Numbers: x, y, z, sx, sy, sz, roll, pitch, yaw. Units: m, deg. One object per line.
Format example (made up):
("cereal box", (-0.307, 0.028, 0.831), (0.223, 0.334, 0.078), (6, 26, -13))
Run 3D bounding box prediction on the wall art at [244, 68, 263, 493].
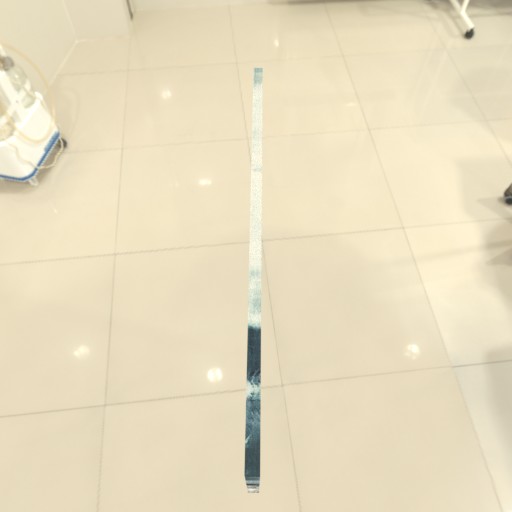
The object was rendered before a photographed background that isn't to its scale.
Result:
("wall art", (0.000, 0.000, 1.650), (0.037, 0.509, 1.524), (1, 58, 0))
